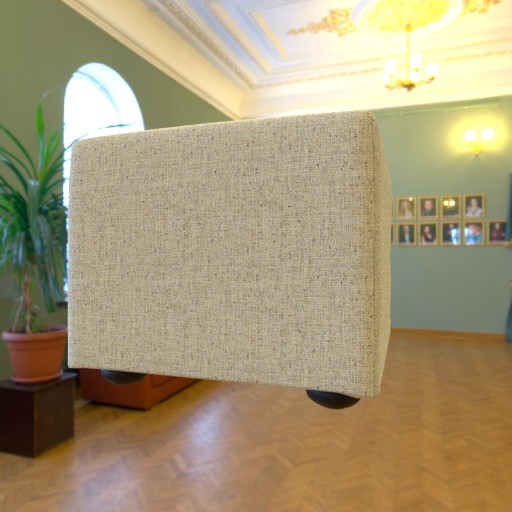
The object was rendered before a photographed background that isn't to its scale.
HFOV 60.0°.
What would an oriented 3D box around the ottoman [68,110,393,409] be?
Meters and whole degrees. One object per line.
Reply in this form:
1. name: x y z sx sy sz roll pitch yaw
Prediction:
1. ottoman: 0.000 0.000 0.905 0.521 0.453 0.512 0 0 19
